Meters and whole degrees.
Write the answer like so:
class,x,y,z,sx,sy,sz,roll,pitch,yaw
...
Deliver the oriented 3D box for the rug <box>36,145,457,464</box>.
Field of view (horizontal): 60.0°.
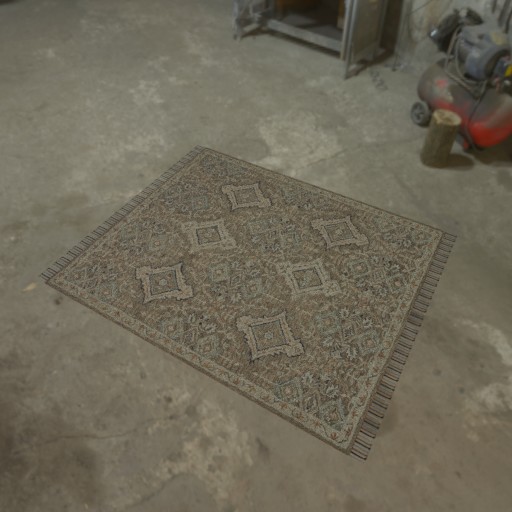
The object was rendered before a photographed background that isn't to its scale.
class,x,y,z,sx,sy,sz,roll,pitch,yaw
rug,0.000,0.000,4.079,3.056,0.010,2.437,23,51,20
